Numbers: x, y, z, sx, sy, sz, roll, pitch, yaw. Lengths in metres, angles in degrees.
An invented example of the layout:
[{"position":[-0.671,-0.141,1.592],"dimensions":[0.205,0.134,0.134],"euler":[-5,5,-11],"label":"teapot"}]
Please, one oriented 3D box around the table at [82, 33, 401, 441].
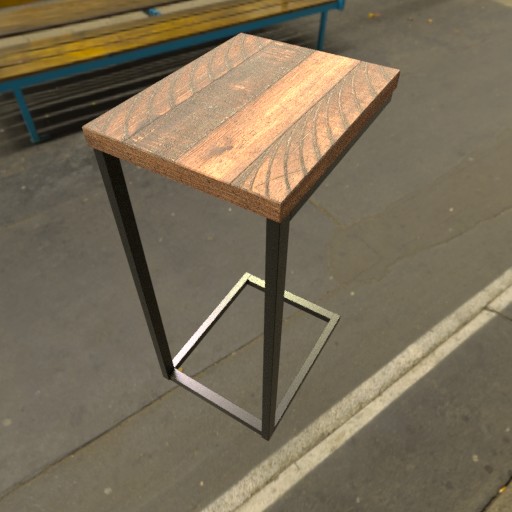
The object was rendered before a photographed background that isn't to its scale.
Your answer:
[{"position":[0.000,0.000,0.944],"dimensions":[0.323,0.718,0.414],"euler":[24,51,21],"label":"table"}]
